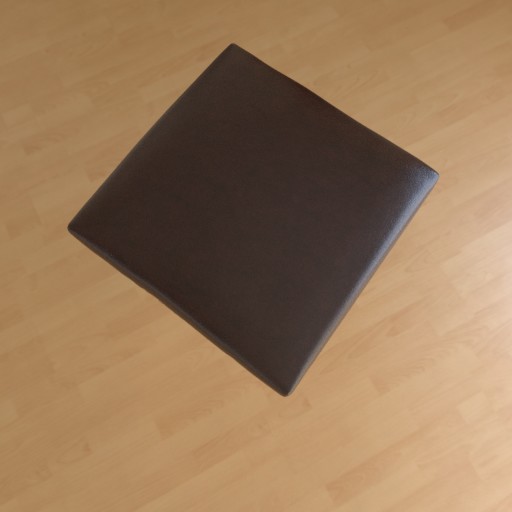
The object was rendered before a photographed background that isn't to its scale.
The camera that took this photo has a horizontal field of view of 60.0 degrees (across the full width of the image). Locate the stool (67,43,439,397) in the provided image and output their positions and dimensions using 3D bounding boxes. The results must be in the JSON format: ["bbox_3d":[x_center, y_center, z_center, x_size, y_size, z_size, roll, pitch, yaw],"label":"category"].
[{"bbox_3d":[0.000,0.000,0.910,0.382,0.702,0.383,36,78,9],"label":"stool"}]
